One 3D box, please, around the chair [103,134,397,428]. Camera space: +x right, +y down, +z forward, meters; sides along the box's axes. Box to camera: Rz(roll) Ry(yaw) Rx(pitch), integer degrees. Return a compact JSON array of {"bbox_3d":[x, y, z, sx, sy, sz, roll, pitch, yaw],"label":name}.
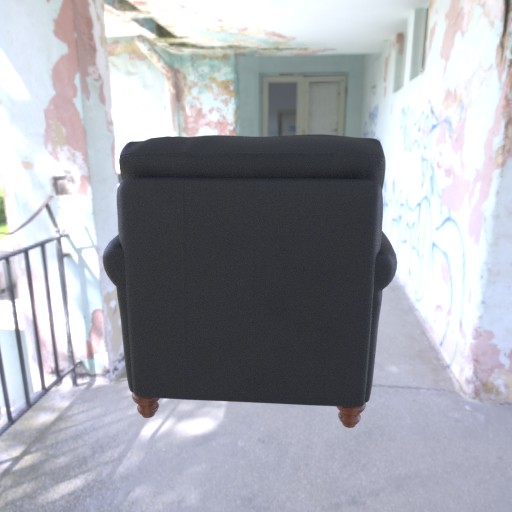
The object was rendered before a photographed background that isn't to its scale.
[{"bbox_3d":[0.000,0.000,1.812,1.015,0.960,1.027,3,16,9],"label":"chair"}]
